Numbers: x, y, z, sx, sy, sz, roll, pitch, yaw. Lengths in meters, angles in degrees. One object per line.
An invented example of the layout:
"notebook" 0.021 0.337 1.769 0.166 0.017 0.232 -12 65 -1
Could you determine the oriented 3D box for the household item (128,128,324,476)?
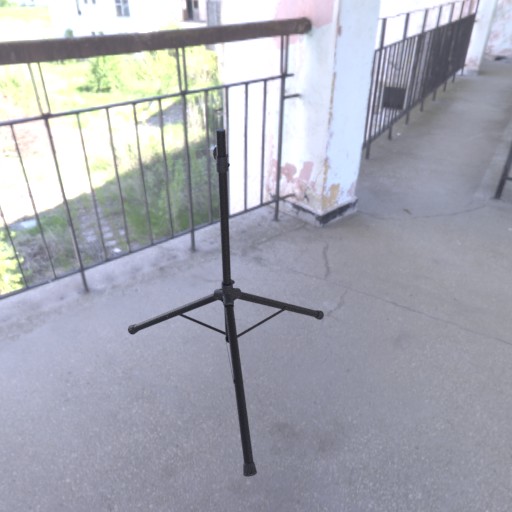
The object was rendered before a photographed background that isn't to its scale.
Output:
"household item" 0.000 0.000 1.895 0.907 1.136 1.045 -22 38 -30
